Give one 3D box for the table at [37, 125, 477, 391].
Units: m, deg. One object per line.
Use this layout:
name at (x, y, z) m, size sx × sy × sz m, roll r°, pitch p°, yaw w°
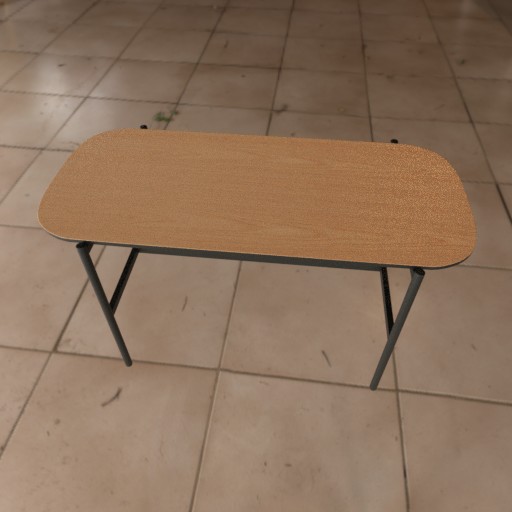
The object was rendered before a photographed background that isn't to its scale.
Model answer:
table at (0.000, 0.000, 1.006) m, size 0.800 × 0.400 × 0.400 m, roll 4°, pitch 47°, yaw 4°
